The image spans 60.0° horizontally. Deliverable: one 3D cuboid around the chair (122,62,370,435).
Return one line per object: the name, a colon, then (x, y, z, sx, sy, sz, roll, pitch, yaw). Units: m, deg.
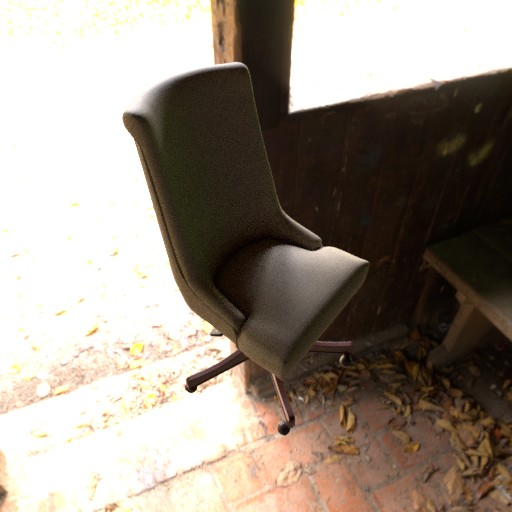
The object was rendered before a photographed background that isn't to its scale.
chair: (0.000, 0.000, 1.446, 0.696, 1.010, 0.645, 27, 49, 27)
